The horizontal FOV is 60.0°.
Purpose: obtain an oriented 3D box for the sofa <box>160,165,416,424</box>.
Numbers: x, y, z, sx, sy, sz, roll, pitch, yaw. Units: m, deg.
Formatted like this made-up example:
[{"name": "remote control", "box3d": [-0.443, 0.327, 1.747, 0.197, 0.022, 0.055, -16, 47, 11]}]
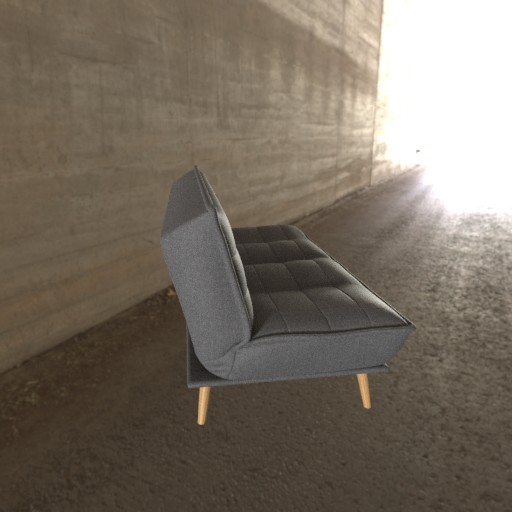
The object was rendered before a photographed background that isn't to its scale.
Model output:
[{"name": "sofa", "box3d": [0.000, 0.000, 2.515, 0.950, 0.890, 1.940, -2, 16, -9]}]
